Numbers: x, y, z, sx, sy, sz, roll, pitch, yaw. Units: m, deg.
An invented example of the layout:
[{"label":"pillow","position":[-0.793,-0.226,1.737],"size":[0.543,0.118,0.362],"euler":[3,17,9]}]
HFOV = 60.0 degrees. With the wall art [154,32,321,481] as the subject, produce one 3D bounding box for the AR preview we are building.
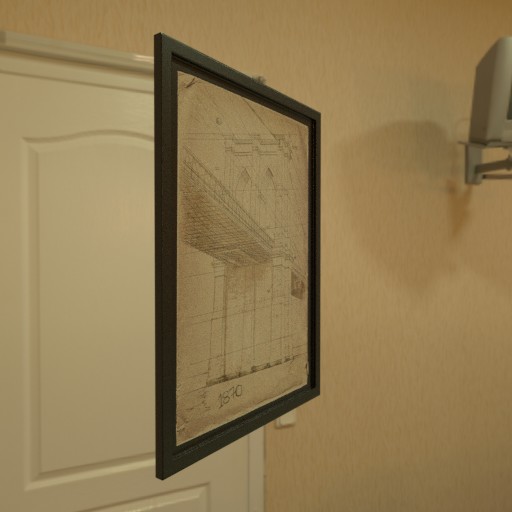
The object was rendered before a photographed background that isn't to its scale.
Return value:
[{"label":"wall art","position":[0.000,0.000,0.845],"size":[0.016,0.657,0.480],"euler":[1,1,37]}]
